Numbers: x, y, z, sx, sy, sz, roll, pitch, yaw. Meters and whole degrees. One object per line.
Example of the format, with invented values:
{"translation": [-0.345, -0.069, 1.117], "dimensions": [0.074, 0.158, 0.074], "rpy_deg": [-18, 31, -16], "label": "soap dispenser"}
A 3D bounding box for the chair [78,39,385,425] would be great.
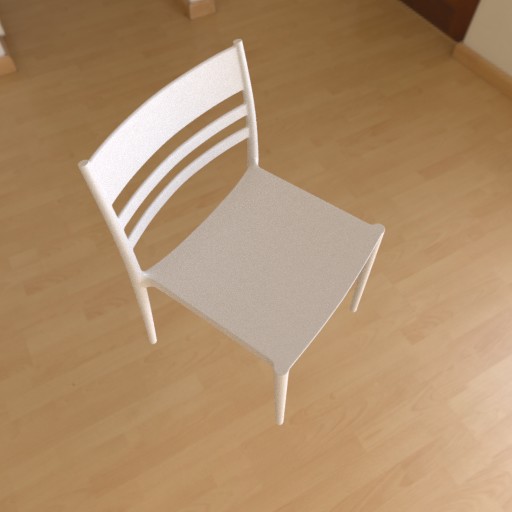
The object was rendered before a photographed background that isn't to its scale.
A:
{"translation": [0.000, 0.000, 1.143], "dimensions": [0.511, 0.800, 0.531], "rpy_deg": [31, 63, 18], "label": "chair"}
